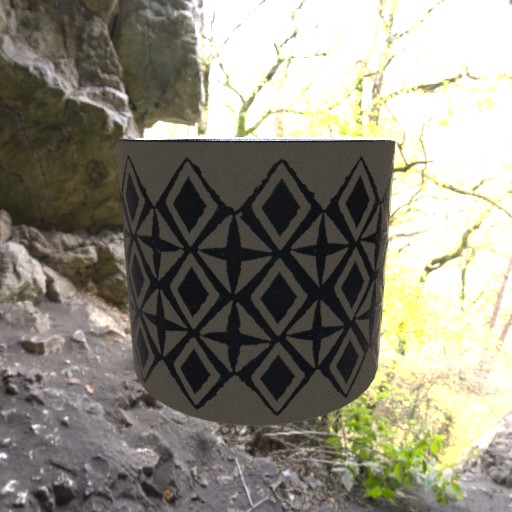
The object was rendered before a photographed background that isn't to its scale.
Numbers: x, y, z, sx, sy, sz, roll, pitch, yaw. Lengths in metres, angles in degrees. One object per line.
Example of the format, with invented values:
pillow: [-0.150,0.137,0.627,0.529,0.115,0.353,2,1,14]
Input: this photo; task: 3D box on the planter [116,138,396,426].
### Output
planter: [0.000,0.000,0.321,0.182,0.165,0.182,0,15,0]
